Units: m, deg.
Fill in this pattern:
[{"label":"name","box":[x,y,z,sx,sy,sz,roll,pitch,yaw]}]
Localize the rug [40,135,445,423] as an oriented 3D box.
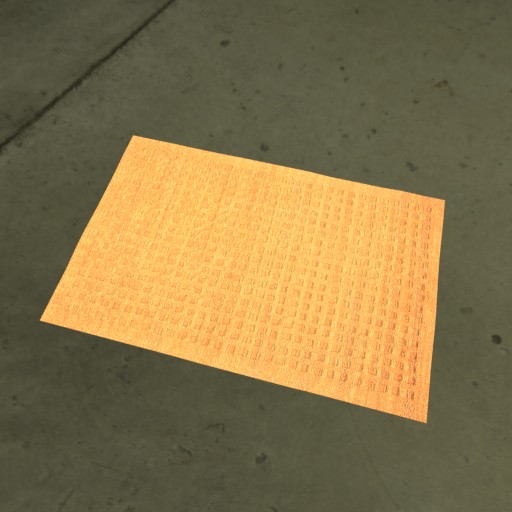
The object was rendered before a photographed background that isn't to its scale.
[{"label":"rug","box":[0.000,0.000,2.172,1.747,0.006,1.143,13,63,7]}]
